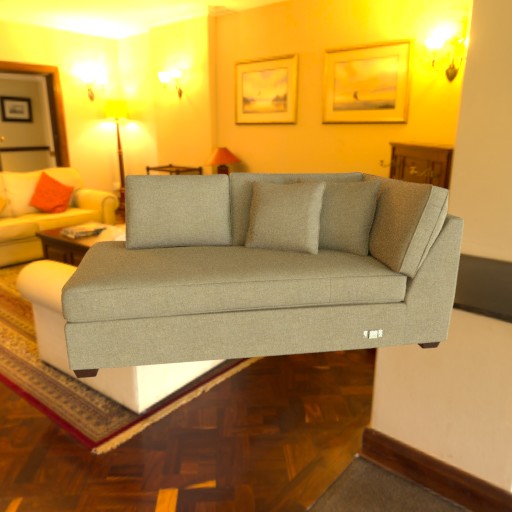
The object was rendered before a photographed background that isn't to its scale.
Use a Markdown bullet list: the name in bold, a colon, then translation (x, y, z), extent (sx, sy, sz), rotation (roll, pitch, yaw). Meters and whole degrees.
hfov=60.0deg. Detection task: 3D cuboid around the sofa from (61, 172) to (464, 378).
- **sofa**: translation (0.000, 0.000, 2.901), extent (2.238, 1.019, 1.110), rotation (-2, 16, -8)
